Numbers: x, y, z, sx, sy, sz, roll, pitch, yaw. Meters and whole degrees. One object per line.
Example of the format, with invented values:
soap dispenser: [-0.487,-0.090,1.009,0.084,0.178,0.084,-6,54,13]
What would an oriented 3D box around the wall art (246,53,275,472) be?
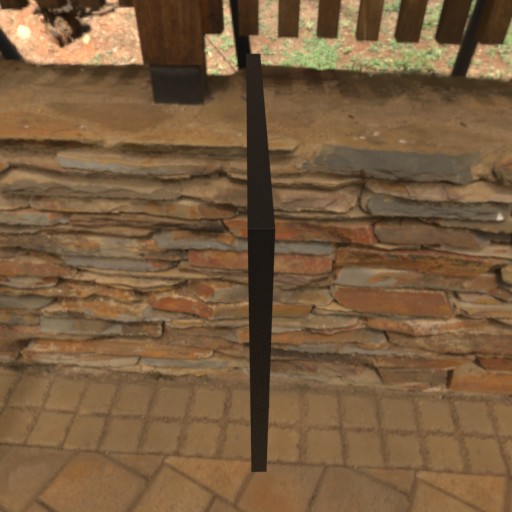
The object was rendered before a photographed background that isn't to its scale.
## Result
wall art: [0.000,0.000,1.140,0.038,0.762,0.762,-1,41,-1]
